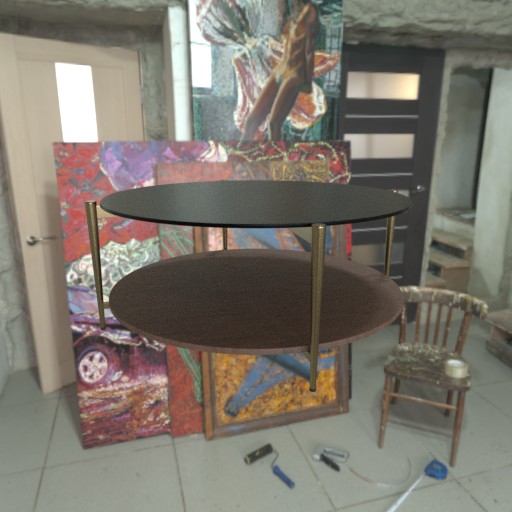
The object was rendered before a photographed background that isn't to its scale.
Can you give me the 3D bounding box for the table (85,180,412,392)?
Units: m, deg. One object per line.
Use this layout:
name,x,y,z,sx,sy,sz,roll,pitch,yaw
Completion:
table,0.000,0.000,1.456,0.938,0.400,0.938,14,21,42
